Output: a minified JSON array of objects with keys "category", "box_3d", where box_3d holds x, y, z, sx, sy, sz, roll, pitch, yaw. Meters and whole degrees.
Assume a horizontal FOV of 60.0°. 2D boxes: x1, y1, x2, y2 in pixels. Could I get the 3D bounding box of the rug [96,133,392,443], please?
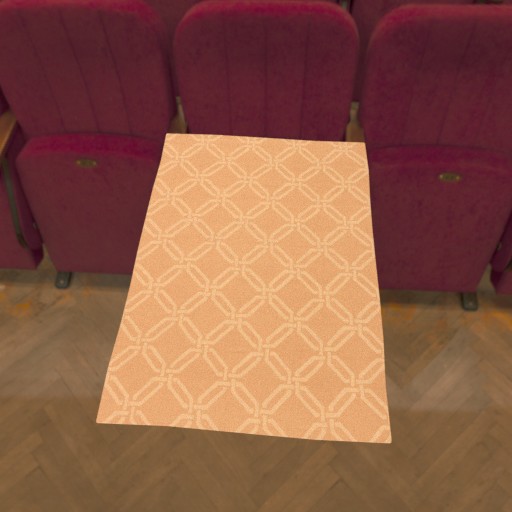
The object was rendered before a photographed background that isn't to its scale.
[{"category":"rug","box_3d":[0.000,0.000,2.809,1.524,0.013,2.135,3,58,2]}]
